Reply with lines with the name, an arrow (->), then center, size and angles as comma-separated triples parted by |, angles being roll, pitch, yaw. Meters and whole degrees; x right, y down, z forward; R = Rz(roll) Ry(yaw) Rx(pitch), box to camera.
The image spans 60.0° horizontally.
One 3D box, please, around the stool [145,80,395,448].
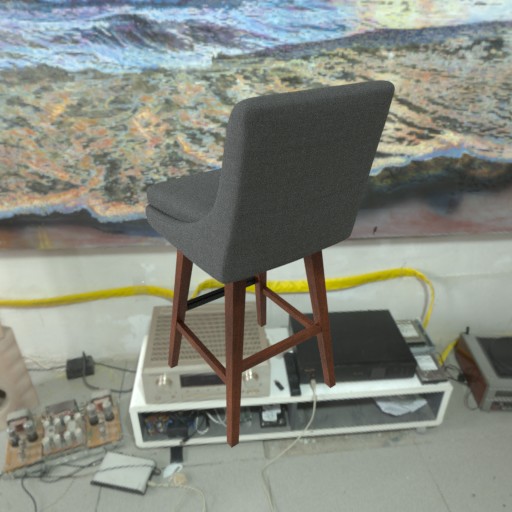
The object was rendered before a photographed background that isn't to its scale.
stool -> 0.000, 0.000, 1.271 | 0.447, 0.977, 0.524 | -20, 35, -30
